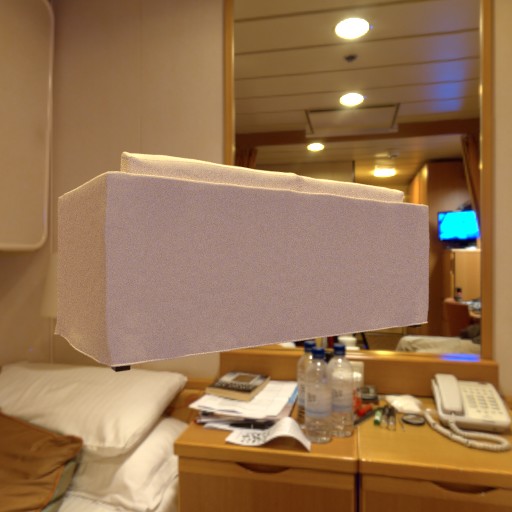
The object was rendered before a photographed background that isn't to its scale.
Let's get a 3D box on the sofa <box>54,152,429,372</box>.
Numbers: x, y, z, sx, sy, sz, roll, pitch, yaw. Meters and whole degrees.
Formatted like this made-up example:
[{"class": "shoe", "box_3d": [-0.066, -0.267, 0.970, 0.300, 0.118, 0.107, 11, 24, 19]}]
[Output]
[{"class": "sofa", "box_3d": [0.000, 0.000, 2.535, 1.987, 0.870, 0.940, 0, 0, -35]}]
